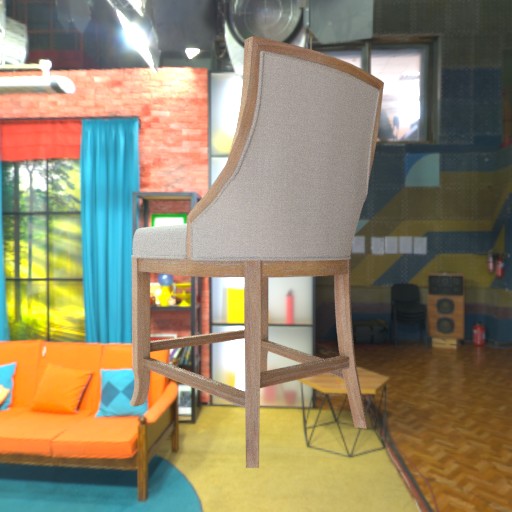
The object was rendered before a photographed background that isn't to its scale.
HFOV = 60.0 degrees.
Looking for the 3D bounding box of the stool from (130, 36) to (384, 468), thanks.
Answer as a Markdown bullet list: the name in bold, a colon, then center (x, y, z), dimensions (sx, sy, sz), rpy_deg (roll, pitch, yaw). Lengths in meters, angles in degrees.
- **stool**: center (0.000, 0.000, 1.288), dimensions (0.524, 0.938, 0.626), rpy_deg (-1, 1, -36)
